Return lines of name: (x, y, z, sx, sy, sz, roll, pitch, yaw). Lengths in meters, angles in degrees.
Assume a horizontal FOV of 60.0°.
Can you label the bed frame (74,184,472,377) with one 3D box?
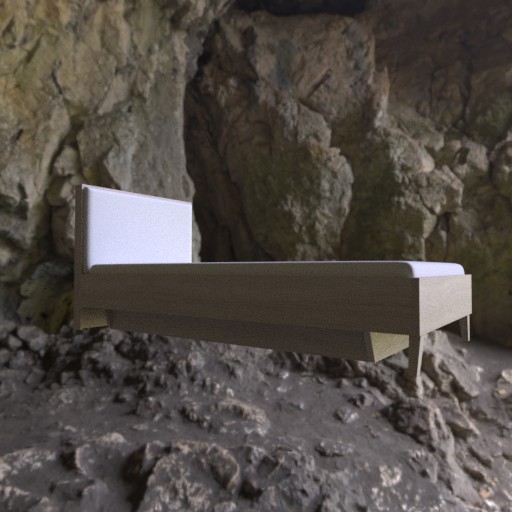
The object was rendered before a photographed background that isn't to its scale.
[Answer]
bed frame: (0.000, 0.000, 2.608, 2.140, 0.920, 0.990, -1, -2, 36)
